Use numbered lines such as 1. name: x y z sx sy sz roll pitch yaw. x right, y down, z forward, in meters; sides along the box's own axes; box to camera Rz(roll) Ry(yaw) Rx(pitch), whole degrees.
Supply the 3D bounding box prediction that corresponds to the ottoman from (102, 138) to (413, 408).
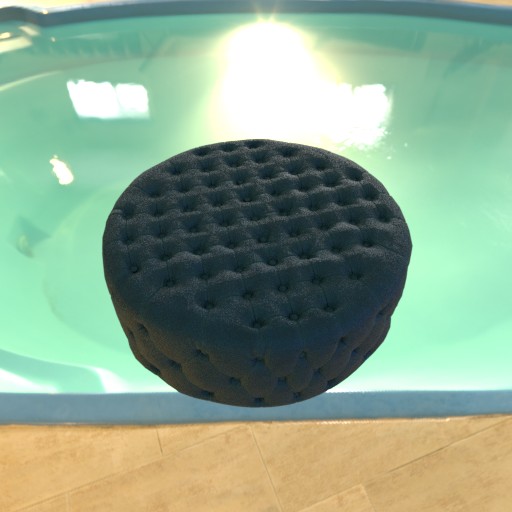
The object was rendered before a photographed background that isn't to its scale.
1. ottoman: 0.000 0.000 1.545 0.998 0.398 0.998 0 47 0
